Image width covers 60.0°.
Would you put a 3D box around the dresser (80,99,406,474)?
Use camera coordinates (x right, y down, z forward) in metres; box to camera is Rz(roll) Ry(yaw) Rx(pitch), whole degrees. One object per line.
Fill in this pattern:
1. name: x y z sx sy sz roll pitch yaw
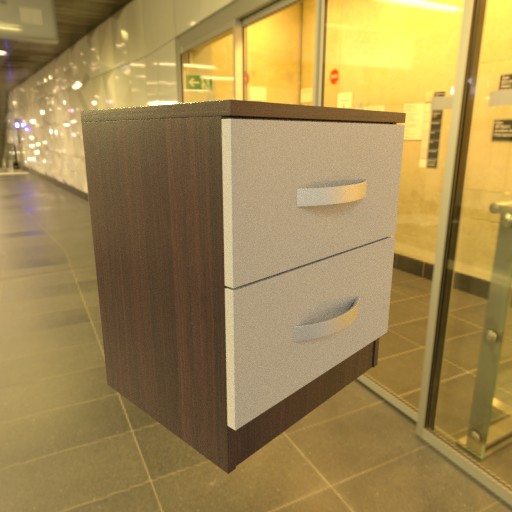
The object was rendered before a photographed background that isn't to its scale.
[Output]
1. dresser: 0.000 0.000 0.759 0.360 0.470 0.400 14 21 42
